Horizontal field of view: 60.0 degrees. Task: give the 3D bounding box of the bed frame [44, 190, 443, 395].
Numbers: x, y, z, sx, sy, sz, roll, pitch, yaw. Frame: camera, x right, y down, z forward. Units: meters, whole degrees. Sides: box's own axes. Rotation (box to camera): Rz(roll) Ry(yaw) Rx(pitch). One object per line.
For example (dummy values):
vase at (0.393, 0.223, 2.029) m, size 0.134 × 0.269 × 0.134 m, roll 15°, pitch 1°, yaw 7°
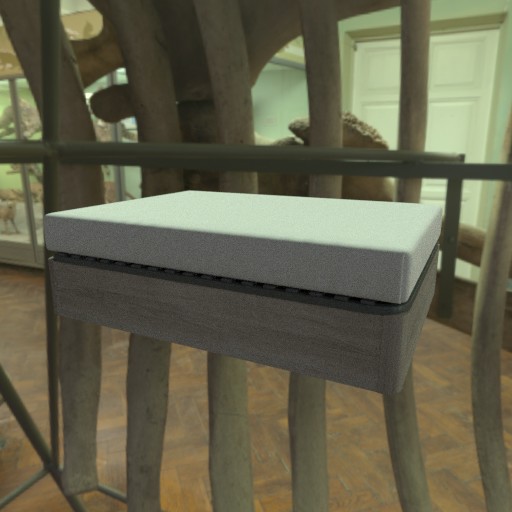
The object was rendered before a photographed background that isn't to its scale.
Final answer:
bed frame at (0.000, 0.000, 2.607) m, size 1.900 × 0.561 × 1.400 m, roll 7°, pitch 16°, yaw 26°
